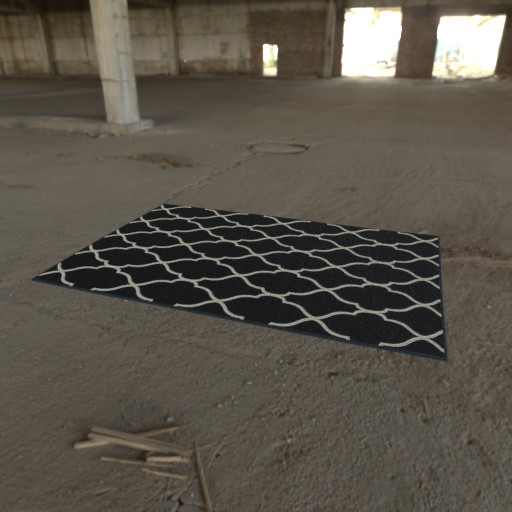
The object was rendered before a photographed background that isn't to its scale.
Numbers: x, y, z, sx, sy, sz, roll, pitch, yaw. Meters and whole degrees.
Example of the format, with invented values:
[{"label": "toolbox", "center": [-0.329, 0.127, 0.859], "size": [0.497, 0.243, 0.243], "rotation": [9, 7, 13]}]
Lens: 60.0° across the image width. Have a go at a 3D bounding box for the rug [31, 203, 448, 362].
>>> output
[{"label": "rug", "center": [0.000, 0.000, 2.906], "size": [2.290, 0.014, 1.526], "rotation": [8, 26, 18]}]
